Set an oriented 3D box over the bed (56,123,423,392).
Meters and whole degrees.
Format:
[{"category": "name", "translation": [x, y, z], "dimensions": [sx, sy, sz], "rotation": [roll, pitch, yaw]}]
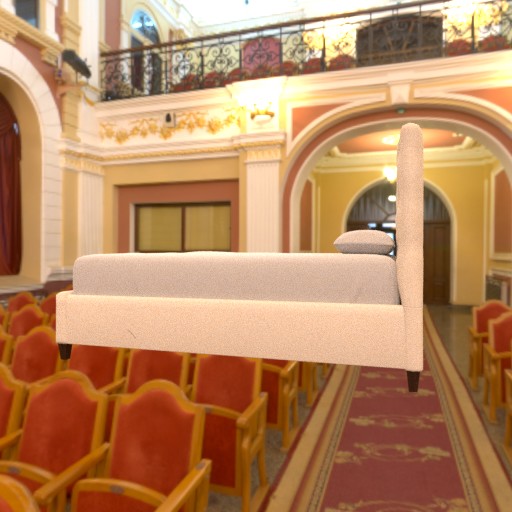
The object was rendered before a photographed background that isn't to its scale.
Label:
[{"category": "bed", "translation": [0.000, 0.000, 3.479], "dimensions": [2.387, 1.427, 1.698], "rotation": [0, 1, 18]}]
